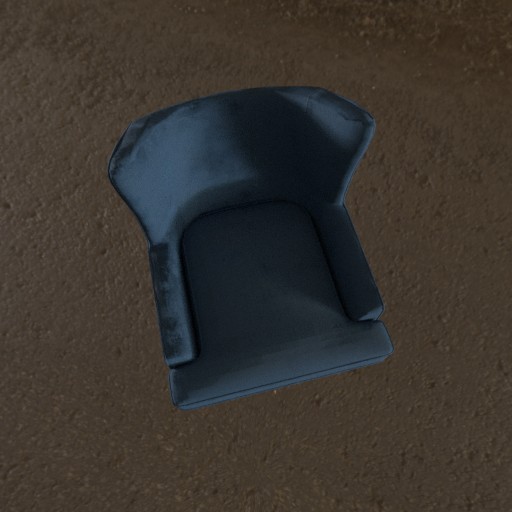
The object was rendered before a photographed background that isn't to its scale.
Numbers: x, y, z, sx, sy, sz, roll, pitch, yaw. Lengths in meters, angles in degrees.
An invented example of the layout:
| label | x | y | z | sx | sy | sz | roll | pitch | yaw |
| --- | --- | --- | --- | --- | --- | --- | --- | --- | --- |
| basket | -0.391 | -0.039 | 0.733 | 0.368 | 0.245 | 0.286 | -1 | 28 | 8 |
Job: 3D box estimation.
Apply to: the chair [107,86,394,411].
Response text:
| label | x | y | z | sx | sy | sz | roll | pitch | yaw |
| --- | --- | --- | --- | --- | --- | --- | --- | --- | --- |
| chair | 0.000 | 0.000 | 1.635 | 0.793 | 0.952 | 0.910 | -12 | 65 | -6 |
